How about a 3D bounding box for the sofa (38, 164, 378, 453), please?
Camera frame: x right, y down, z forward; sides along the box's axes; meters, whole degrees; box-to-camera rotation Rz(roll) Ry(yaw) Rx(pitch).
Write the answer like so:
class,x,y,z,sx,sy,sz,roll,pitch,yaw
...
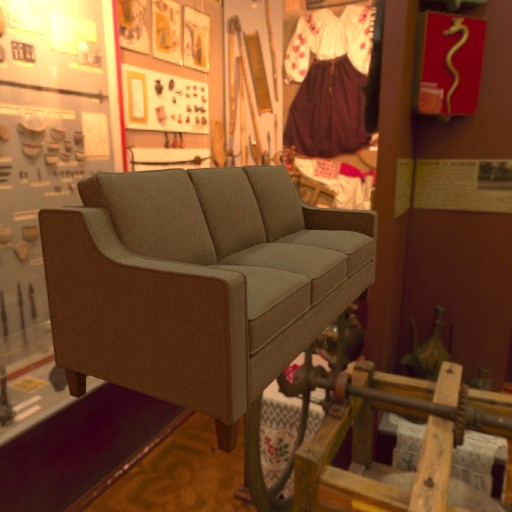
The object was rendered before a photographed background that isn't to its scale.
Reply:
class,x,y,z,sx,sy,sz,roll,pitch,yaw
sofa,0.000,0.000,2.472,0.911,0.974,1.986,7,15,27
